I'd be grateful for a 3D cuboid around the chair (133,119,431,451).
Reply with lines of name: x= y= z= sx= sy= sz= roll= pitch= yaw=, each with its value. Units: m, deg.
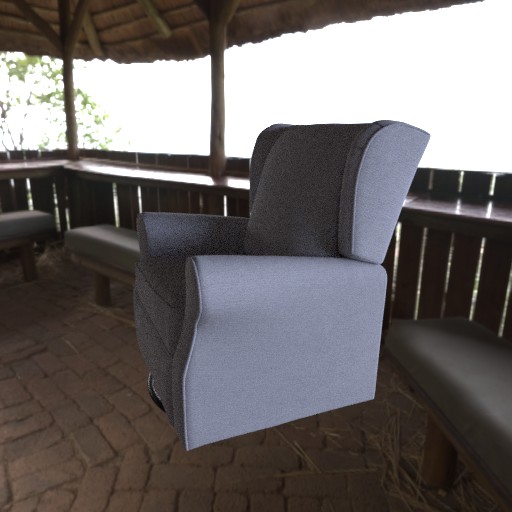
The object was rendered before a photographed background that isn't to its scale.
chair: x=0.000 y=0.000 z=1.657 sx=0.854 sy=0.966 sz=0.906 roll=-7 pitch=17 yaw=-23
